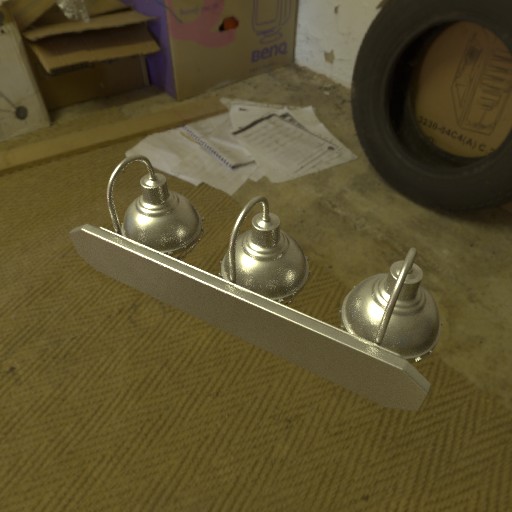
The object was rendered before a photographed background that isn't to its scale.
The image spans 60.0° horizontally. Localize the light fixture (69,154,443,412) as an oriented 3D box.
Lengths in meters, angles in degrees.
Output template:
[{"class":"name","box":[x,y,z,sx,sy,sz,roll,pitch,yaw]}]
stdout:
[{"class":"light fixture","box":[0.000,0.000,0.750,0.634,0.254,0.229,22,49,20]}]
